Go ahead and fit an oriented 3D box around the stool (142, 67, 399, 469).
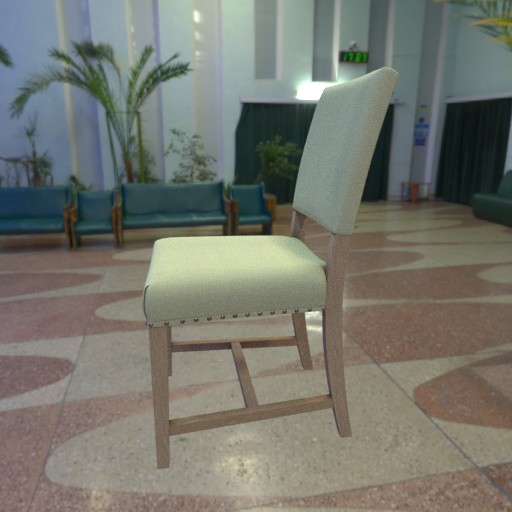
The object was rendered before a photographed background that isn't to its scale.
[{"bbox_3d":[0.000,0.000,1.304,0.623,0.986,0.508,-2,15,-9],"label":"stool"}]
